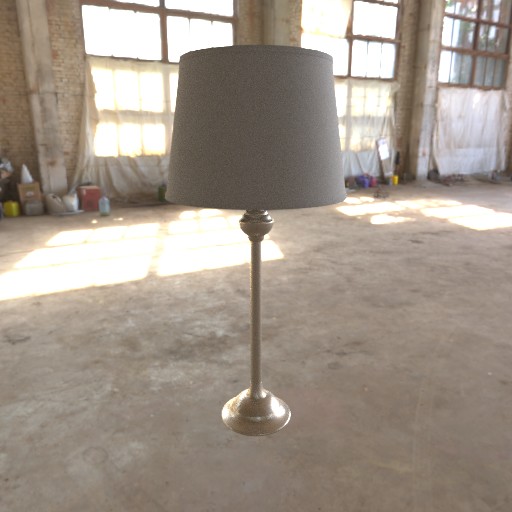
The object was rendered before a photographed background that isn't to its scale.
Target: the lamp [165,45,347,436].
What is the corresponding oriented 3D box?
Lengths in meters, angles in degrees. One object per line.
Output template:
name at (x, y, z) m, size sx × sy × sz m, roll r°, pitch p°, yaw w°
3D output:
lamp at (0.000, 0.000, 0.853) m, size 0.331 × 0.698 × 0.331 m, roll 0°, pitch 15°, yaw 0°
